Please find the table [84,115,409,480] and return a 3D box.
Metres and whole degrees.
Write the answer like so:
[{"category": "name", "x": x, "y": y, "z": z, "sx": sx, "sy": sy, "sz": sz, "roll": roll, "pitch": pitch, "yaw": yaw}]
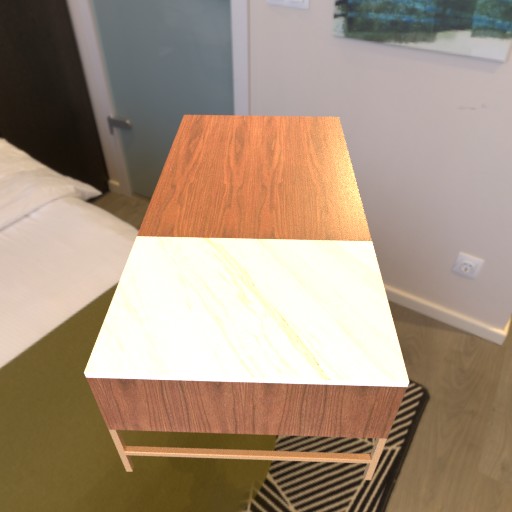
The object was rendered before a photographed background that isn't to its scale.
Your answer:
[{"category": "table", "x": 0.000, "y": 0.000, "z": 1.844, "sx": 0.789, "sy": 0.551, "sz": 1.553, "roll": 1, "pitch": 40, "yaw": 1}]
